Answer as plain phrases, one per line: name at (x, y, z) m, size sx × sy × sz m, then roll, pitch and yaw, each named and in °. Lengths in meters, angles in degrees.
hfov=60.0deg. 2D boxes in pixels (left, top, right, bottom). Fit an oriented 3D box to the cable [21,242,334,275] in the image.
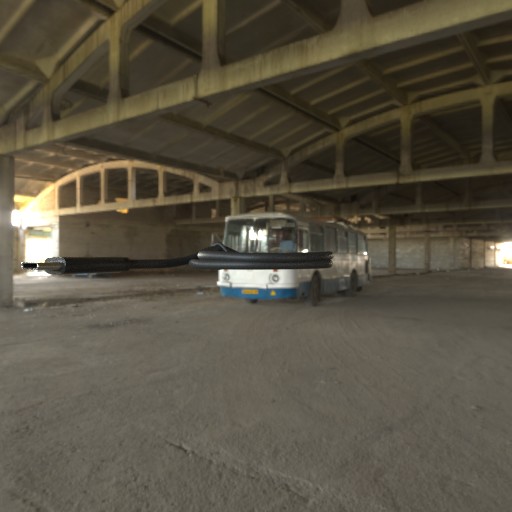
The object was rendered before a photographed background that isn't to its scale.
cable at (0.000, 0.000, 0.210) m, size 0.070 × 0.014 × 0.186 m, roll 0°, pitch 0°, yaw 36°
